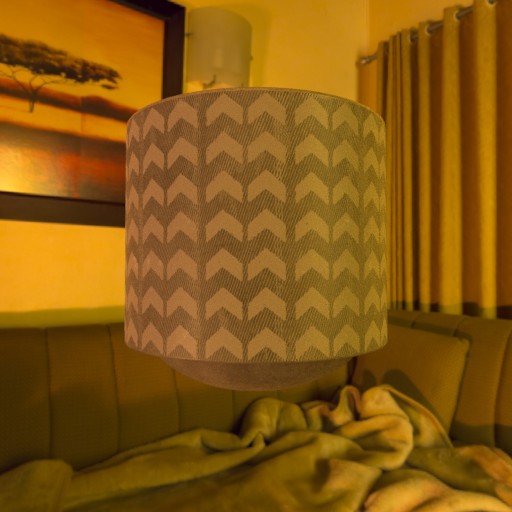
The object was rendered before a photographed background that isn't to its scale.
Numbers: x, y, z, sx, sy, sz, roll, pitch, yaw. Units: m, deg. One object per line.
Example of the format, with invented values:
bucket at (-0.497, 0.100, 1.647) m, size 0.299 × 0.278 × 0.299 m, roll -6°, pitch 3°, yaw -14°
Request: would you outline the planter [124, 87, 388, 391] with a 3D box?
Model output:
planter at (0.000, 0.000, 0.442) m, size 0.250 × 0.239 × 0.250 m, roll 0°, pitch -2°, yaw 0°
